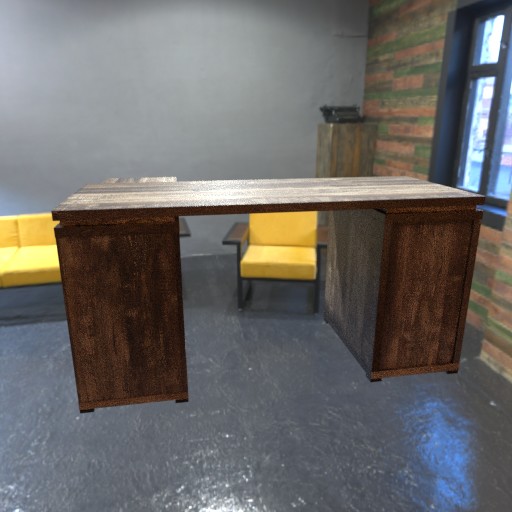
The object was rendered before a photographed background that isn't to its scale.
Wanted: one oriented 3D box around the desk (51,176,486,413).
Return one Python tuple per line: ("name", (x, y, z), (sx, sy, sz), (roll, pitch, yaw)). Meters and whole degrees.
("desk", (0.000, 0.000, 2.199), (1.524, 0.753, 1.200), (-3, 18, -10))
